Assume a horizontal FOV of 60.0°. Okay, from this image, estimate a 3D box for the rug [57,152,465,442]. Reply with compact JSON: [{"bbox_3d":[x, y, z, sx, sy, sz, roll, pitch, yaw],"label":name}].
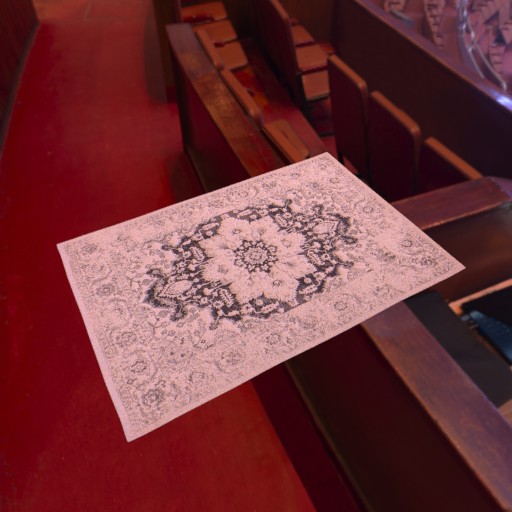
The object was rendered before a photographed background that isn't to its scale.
[{"bbox_3d":[0.000,0.000,2.351,1.813,0.008,1.223,-22,50,-20],"label":"rug"}]
